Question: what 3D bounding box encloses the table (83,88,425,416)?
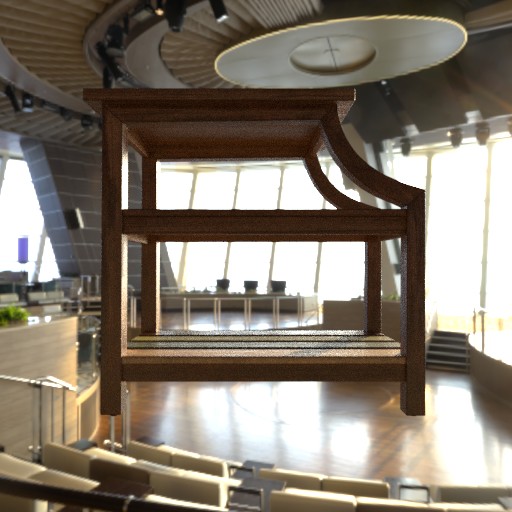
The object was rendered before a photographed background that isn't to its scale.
[{"bbox_3d":[0.000,0.000,0.952,0.609,0.584,0.356,0,-1,0],"label":"table"}]
